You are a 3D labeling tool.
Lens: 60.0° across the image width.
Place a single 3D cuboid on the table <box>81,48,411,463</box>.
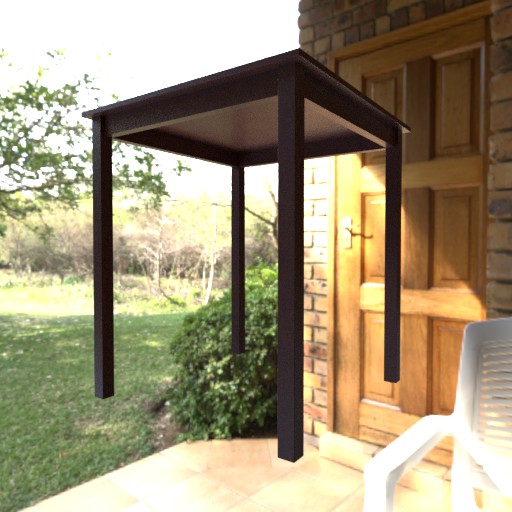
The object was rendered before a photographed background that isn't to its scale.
[{"bbox_3d":[0.000,0.000,1.633,0.861,0.991,0.861,1,2,36],"label":"table"}]
